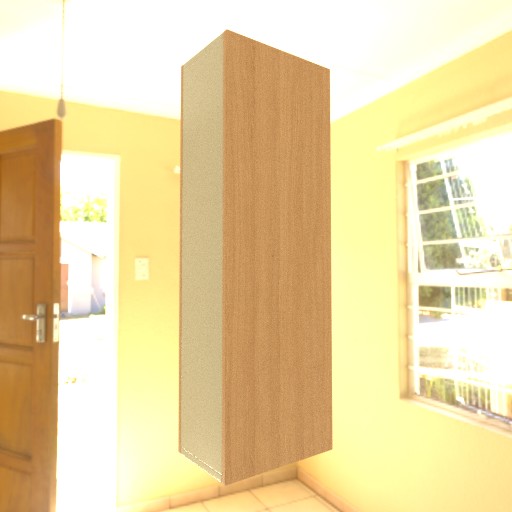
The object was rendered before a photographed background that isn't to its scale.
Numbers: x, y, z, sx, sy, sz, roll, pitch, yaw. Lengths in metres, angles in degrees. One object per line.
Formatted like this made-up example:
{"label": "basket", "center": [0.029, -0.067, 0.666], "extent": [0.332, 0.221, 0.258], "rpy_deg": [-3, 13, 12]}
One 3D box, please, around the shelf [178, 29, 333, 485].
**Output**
{"label": "shelf", "center": [0.000, 0.000, 1.019], "extent": [0.290, 0.882, 0.197], "rpy_deg": [2, -3, -37]}
